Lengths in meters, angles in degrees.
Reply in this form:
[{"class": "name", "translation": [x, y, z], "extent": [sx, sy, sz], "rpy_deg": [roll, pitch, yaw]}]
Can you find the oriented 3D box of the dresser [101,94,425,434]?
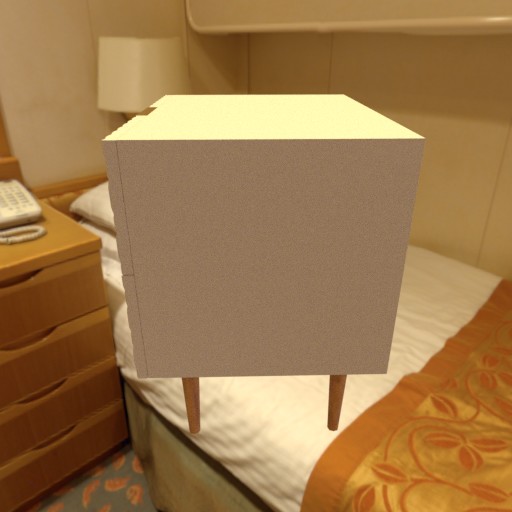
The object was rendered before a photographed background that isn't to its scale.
[{"class": "dresser", "translation": [0.000, 0.000, 0.902], "extent": [0.414, 0.568, 0.503], "rpy_deg": [-1, 26, -1]}]
